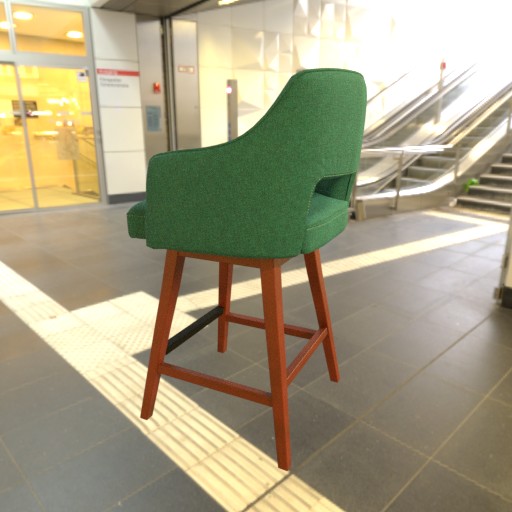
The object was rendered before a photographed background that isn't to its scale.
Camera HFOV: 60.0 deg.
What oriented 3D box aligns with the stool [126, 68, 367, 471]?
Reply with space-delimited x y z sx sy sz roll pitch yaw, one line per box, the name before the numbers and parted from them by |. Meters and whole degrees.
stool | 0.000 0.000 1.276 0.556 0.961 0.548 8 19 25
